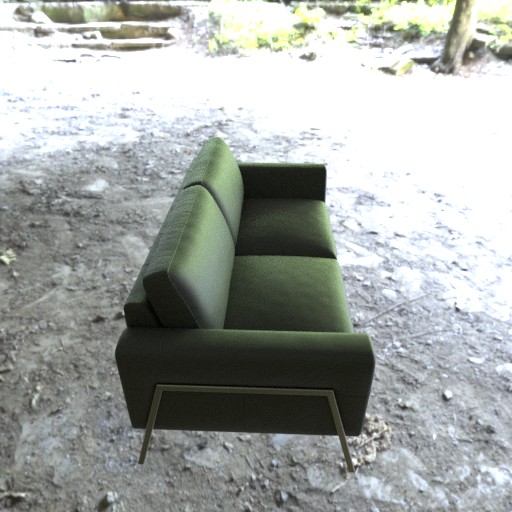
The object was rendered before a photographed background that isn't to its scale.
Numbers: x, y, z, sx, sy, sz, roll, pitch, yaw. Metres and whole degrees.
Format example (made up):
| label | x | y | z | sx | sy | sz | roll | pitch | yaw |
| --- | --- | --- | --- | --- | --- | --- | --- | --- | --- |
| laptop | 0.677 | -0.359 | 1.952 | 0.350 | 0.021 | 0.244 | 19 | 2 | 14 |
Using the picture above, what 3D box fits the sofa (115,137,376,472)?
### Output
| label | x | y | z | sx | sy | sz | roll | pitch | yaw |
| --- | --- | --- | --- | --- | --- | --- | --- | --- | --- |
| sofa | 0.000 | 0.000 | 2.510 | 0.953 | 0.875 | 2.017 | 1 | 32 | 2 |
